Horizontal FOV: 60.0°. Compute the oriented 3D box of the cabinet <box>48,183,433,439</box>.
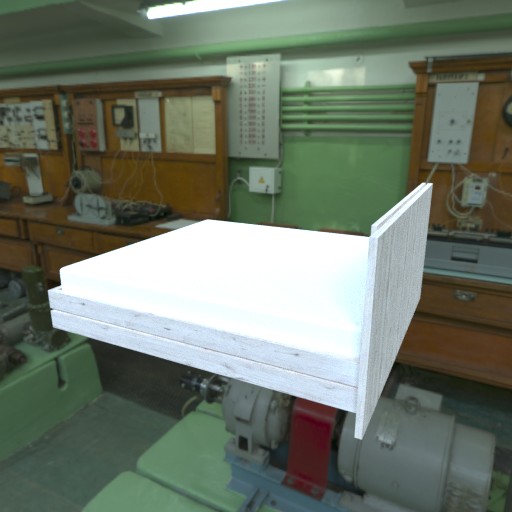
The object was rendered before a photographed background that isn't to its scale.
[{"bbox_3d":[0.000,0.000,3.181,2.080,0.970,1.950,8,18,26],"label":"cabinet"}]
